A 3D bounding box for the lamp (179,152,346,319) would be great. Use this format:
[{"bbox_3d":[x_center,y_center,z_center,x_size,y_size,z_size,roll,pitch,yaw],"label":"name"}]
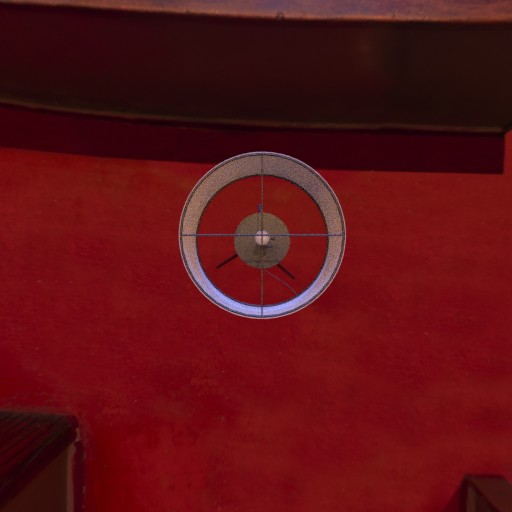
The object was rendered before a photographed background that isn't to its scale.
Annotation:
[{"bbox_3d":[0.000,0.000,1.951,0.522,1.624,0.667,0,89,1],"label":"lamp"}]
